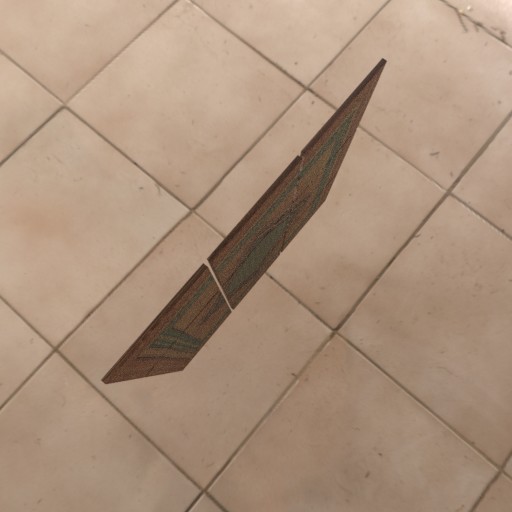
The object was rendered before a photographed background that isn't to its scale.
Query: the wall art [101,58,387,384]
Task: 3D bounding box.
[{"bbox_3d":[0.000,0.000,1.370,0.013,0.914,0.915,39,80,8],"label":"wall art"}]
